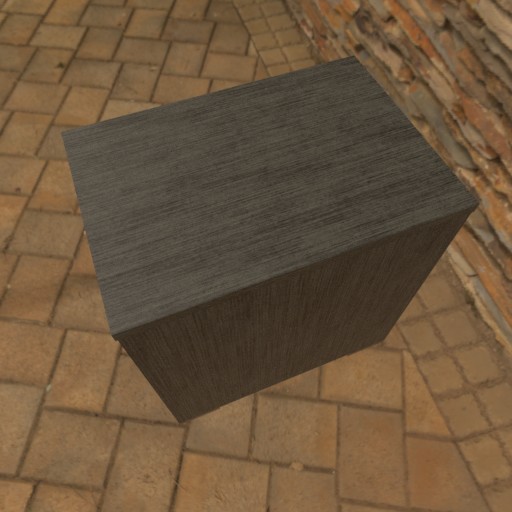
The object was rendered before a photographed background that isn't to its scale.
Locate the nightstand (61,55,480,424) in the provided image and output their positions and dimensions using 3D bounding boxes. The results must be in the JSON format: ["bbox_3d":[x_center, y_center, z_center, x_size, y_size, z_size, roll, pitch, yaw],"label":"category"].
[{"bbox_3d":[0.000,0.000,0.758,0.441,0.460,0.325,-19,60,-11],"label":"nightstand"}]
